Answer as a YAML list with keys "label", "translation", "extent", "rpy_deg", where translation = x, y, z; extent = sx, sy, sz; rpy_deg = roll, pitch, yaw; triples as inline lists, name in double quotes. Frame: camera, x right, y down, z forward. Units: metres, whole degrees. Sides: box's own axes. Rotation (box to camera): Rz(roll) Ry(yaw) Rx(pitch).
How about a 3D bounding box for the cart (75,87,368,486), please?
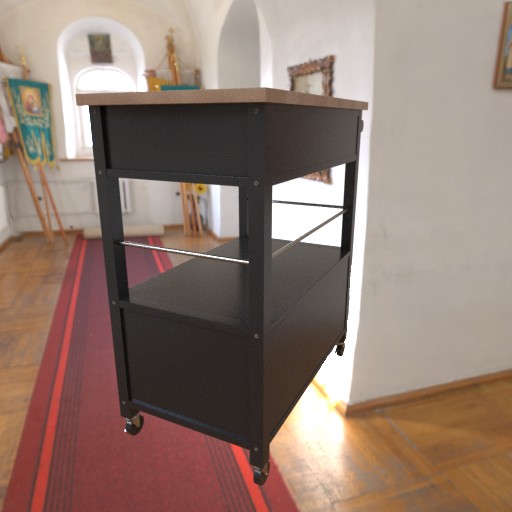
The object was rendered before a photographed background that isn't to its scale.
- label: "cart"
  translation: [0.000, 0.000, 1.351]
  extent: [0.459, 0.901, 0.840]
  rpy_deg: [8, 19, 25]
